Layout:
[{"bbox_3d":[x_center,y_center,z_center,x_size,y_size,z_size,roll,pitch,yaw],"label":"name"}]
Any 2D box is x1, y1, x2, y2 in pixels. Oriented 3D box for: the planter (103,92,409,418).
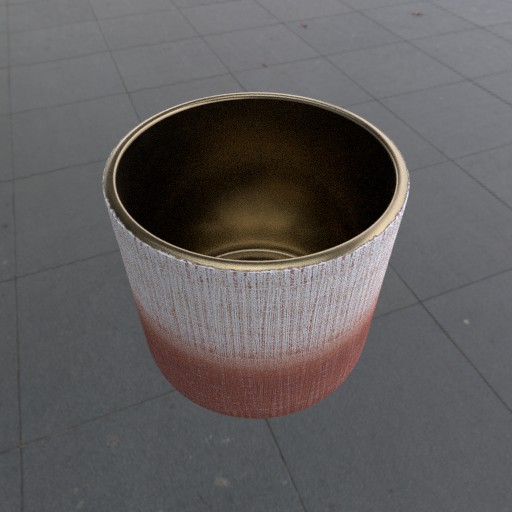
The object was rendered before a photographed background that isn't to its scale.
[{"bbox_3d":[0.000,0.000,0.392,0.221,0.201,0.221,0,46,0],"label":"planter"}]
